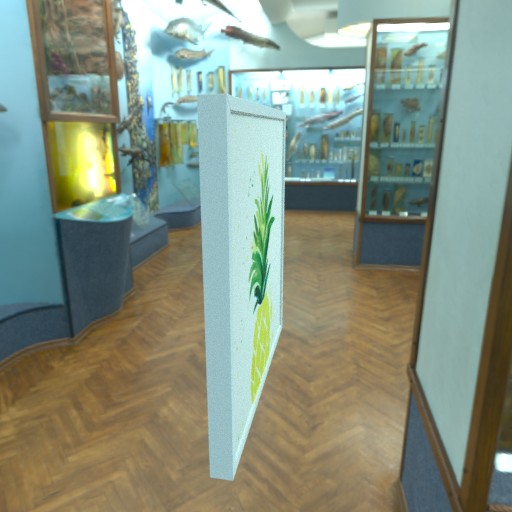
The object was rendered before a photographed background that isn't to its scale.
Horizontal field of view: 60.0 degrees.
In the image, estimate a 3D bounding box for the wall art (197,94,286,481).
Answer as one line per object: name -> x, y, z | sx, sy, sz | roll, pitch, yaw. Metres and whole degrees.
wall art -> 0.000, 0.000, 0.478 | 0.020, 0.307, 0.307 | 3, 16, 11
